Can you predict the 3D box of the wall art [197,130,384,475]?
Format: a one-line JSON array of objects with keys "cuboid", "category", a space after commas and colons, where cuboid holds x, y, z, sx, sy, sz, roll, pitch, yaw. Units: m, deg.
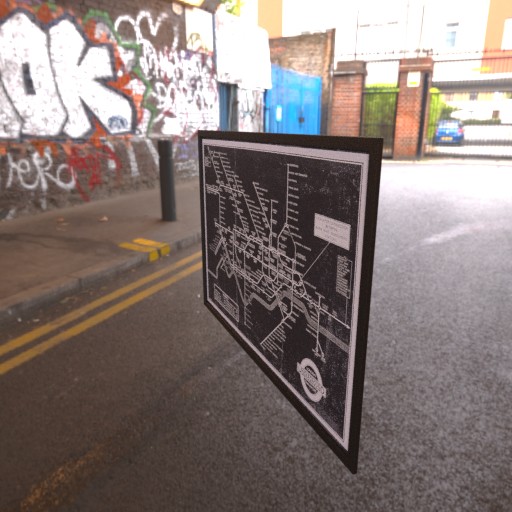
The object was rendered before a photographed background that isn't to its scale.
[{"cuboid": [0.000, 0.000, 1.507, 0.013, 0.811, 1.192, -7, 18, -23], "category": "wall art"}]
